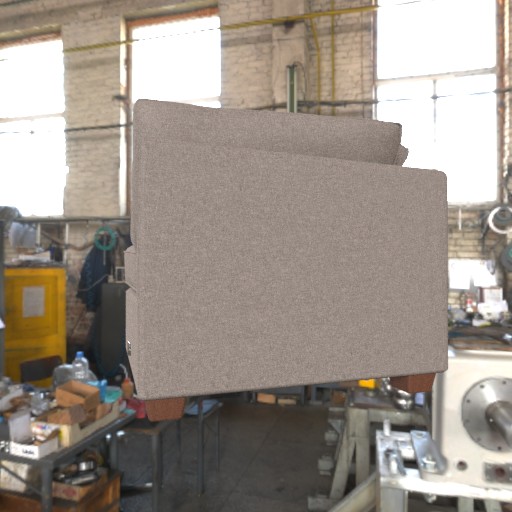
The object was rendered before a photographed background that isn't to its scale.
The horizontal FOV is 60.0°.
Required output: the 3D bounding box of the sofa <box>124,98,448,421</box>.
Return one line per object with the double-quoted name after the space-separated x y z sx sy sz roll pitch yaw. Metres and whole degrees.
0.000 0.000 1.842 1.042 0.951 1.050 0 0 -18 "sofa"
